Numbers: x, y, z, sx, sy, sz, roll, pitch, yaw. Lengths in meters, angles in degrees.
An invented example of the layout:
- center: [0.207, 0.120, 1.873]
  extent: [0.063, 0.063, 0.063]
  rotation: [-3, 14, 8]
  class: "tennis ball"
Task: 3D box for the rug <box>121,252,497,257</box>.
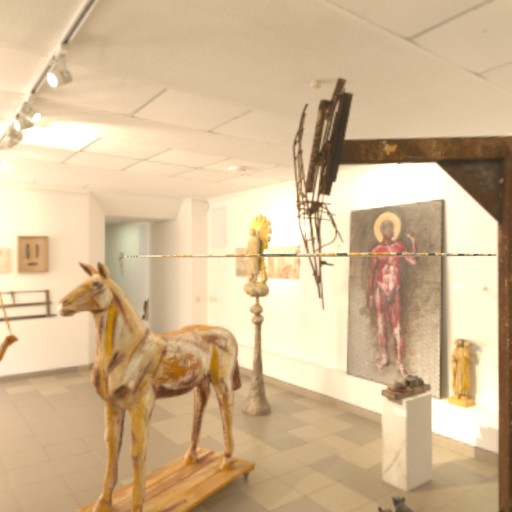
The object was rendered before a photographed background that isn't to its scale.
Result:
- center: [0.000, 0.000, 2.633]
  extent: [0.783, 0.010, 2.437]
  rotation: [0, 0, -37]
  class: "rug"
